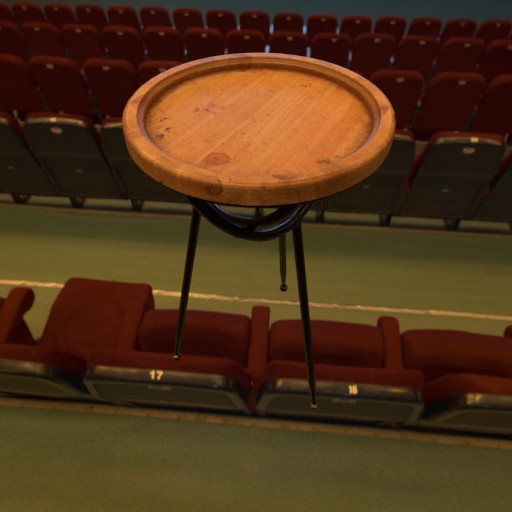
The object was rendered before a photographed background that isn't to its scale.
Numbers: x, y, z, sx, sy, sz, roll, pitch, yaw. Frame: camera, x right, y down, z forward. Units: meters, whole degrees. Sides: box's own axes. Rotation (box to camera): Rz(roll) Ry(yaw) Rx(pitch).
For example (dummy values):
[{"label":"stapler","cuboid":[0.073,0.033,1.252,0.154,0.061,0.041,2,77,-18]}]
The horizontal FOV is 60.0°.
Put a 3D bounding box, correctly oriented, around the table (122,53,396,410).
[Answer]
[{"label":"table","cuboid":[0.000,0.000,0.913,0.418,0.664,0.414,3,46,3]}]
